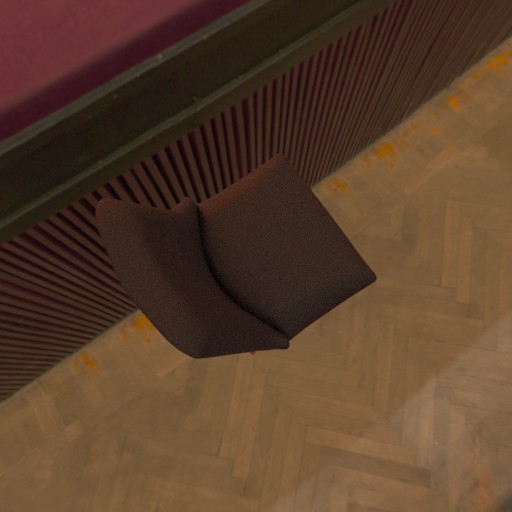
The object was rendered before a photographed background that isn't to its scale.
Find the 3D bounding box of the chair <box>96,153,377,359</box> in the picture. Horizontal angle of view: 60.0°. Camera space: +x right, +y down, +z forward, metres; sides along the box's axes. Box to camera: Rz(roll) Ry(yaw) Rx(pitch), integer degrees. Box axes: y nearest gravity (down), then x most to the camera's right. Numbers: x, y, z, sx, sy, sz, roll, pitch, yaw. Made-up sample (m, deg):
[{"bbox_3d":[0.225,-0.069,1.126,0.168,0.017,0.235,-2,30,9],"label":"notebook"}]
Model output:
[{"bbox_3d":[0.000,0.000,1.211,0.567,0.820,0.504,-33,78,-8],"label":"chair"}]
